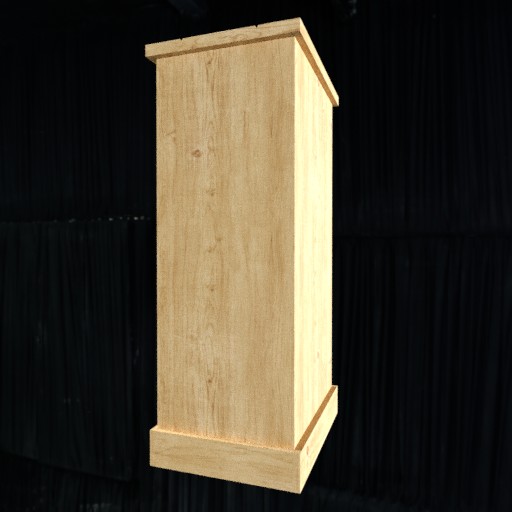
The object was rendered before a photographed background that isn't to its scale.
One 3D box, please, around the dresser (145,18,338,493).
[{"bbox_3d":[0.000,0.000,1.282,0.390,1.041,0.531,0,1,19],"label":"dresser"}]
